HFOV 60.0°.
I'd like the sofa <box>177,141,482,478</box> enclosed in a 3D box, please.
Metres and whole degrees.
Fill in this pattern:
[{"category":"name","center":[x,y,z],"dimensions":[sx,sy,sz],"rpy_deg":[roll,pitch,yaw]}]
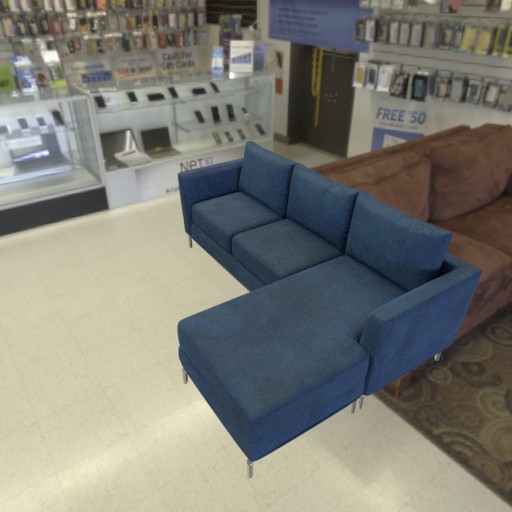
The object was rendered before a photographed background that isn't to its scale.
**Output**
[{"category":"sofa","center":[0.000,0.000,3.228],"dimensions":[1.622,0.987,2.438],"rpy_deg":[-19,37,-28]}]
